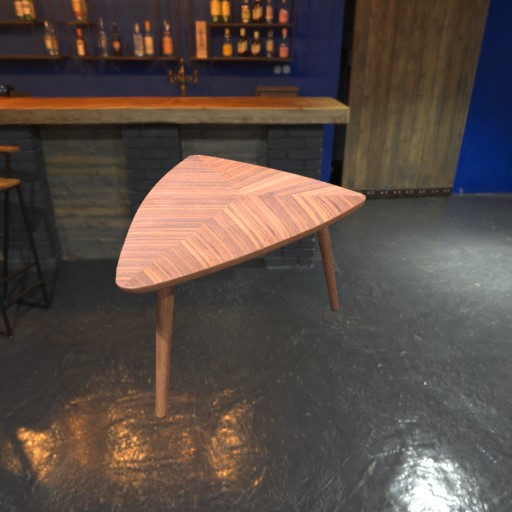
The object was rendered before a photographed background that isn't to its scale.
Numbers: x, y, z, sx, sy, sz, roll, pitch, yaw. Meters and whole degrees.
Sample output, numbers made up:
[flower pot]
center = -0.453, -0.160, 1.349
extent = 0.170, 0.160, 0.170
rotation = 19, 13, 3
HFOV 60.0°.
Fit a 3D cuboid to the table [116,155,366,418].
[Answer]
[table]
center = 0.000, 0.000, 1.294
extent = 0.601, 0.365, 1.008
rotation = 0, 26, 0
